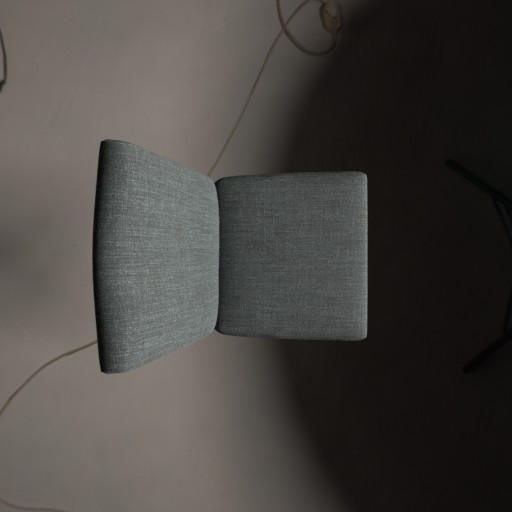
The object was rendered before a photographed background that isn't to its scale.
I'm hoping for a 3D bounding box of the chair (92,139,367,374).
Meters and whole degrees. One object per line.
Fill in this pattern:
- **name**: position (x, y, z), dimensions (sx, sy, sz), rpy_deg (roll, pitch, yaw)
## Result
- **chair**: position (0.000, 0.000, 1.255), dimensions (0.629, 0.884, 0.487), rpy_deg (0, 90, -1)
